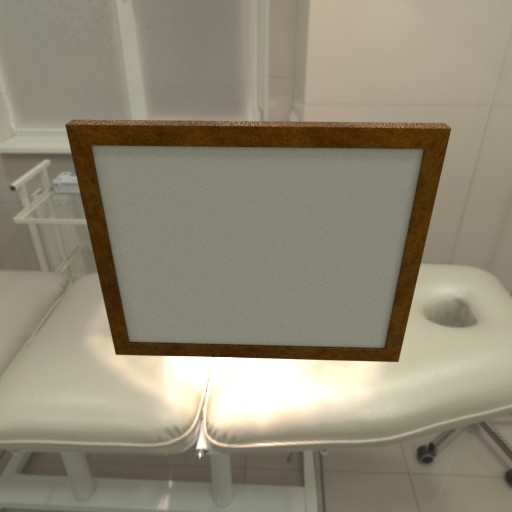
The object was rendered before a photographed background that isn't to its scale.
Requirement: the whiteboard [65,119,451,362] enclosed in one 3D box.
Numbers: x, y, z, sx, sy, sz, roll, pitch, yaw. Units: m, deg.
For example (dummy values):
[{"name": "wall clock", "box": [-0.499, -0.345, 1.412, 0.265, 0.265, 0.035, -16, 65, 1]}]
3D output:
[{"name": "whiteboard", "box": [0.000, 0.000, 0.774, 0.561, 0.457, 0.029, 1, 31, 2]}]
